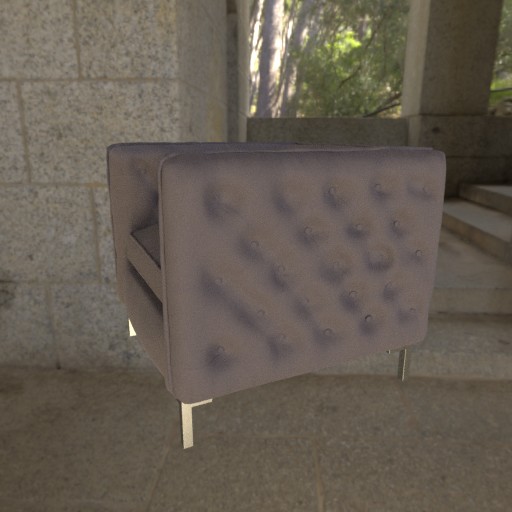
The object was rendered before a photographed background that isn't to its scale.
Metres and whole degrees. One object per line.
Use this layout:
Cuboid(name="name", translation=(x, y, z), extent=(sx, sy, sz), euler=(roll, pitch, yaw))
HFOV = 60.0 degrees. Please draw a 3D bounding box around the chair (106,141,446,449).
Cuboid(name="chair", translation=(0.000, 0.000, 1.641), extent=(0.913, 0.807, 0.946), euler=(-7, 17, -25))
